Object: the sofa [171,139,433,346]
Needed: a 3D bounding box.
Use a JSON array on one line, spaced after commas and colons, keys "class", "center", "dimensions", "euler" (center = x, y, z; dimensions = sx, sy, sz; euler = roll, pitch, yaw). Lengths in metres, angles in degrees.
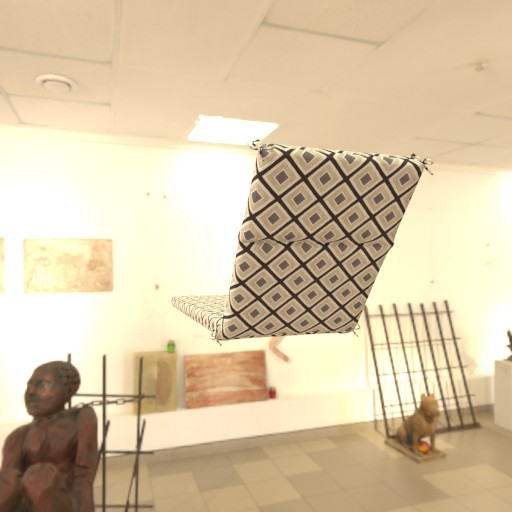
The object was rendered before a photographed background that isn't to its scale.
[{"class": "sofa", "center": [0.000, 0.000, 1.994], "dimensions": [0.582, 0.622, 1.663], "euler": [0, 0, -19]}]
